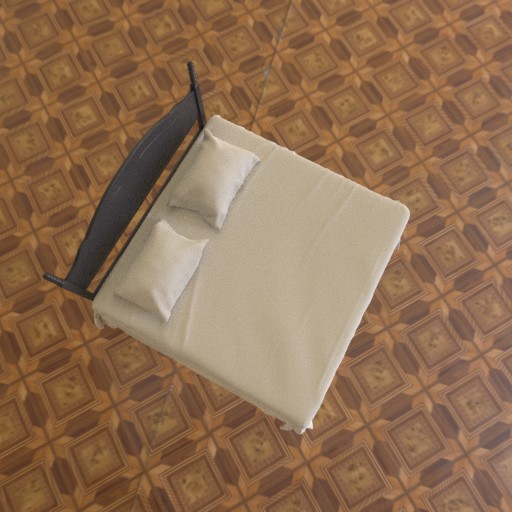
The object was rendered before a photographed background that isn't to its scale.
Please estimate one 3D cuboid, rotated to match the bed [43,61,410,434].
[{"bbox_3d":[0.000,0.000,3.643,2.219,1.355,2.322,28,77,7],"label":"bed"}]
